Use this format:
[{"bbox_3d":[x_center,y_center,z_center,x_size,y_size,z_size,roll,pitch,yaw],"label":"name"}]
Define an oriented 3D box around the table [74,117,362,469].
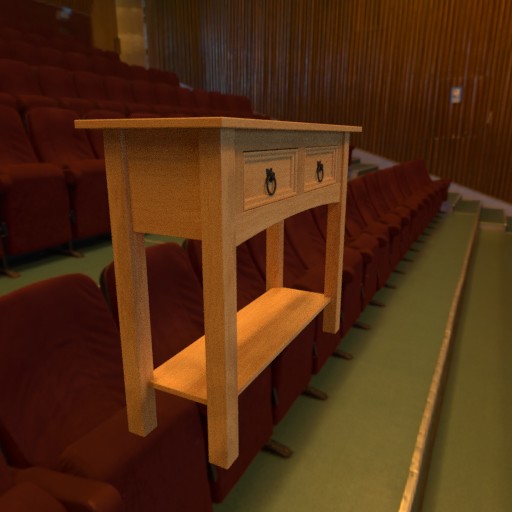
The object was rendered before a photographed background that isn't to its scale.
[{"bbox_3d":[0.000,0.000,1.276,0.340,0.728,0.900,8,17,26],"label":"table"}]
